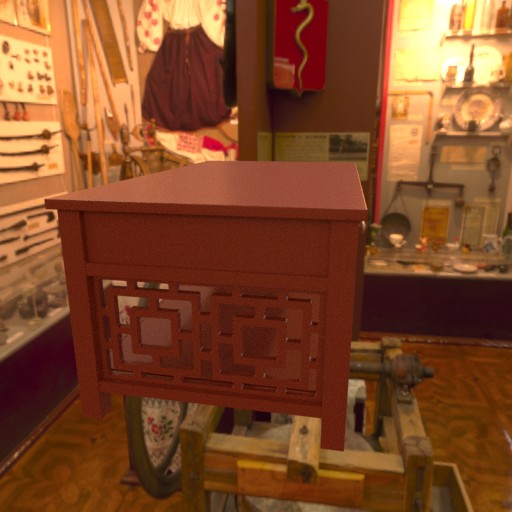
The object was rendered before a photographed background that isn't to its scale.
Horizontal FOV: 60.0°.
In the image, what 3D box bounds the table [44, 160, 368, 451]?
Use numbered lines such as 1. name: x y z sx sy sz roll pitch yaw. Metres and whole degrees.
1. table: 0.000 0.000 1.357 0.612 0.493 1.068 3 16 11
